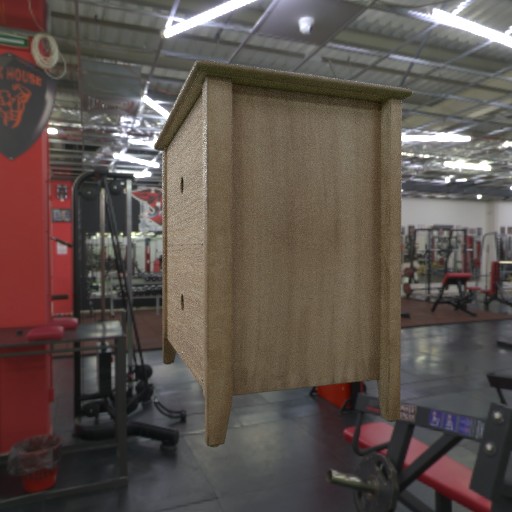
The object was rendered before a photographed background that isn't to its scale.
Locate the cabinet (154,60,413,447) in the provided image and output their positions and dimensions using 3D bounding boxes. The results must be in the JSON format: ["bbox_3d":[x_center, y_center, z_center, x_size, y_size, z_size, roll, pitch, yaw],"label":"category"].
[{"bbox_3d":[0.000,0.000,1.287,0.503,0.762,0.763,0,1,-19],"label":"cabinet"}]
